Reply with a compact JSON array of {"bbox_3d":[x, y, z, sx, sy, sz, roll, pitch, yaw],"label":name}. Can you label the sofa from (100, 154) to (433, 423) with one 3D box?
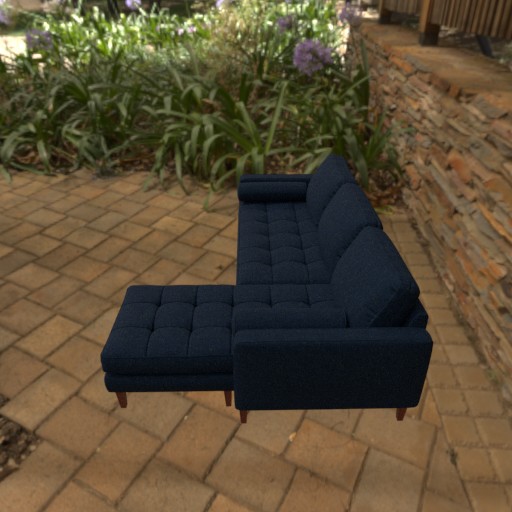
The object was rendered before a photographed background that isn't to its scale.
[{"bbox_3d":[0.000,0.000,3.025,1.613,0.841,2.185,-1,31,-1],"label":"sofa"}]
